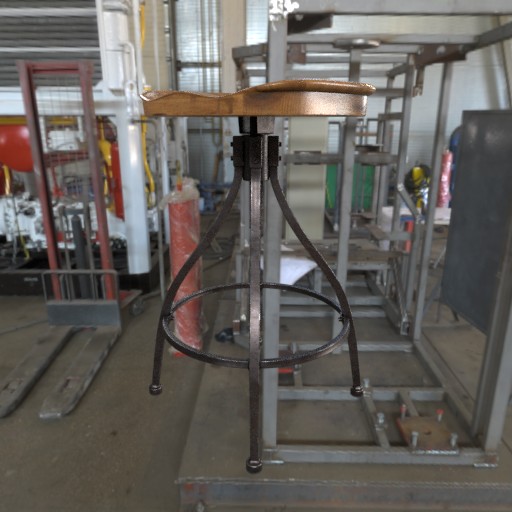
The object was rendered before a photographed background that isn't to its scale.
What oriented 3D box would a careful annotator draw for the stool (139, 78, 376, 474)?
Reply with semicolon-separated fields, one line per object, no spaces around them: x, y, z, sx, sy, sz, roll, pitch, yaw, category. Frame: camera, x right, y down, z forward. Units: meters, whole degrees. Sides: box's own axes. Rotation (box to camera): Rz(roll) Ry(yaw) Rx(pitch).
0.000;0.000;0.972;0.424;0.694;0.432;-16;23;-42;stool
